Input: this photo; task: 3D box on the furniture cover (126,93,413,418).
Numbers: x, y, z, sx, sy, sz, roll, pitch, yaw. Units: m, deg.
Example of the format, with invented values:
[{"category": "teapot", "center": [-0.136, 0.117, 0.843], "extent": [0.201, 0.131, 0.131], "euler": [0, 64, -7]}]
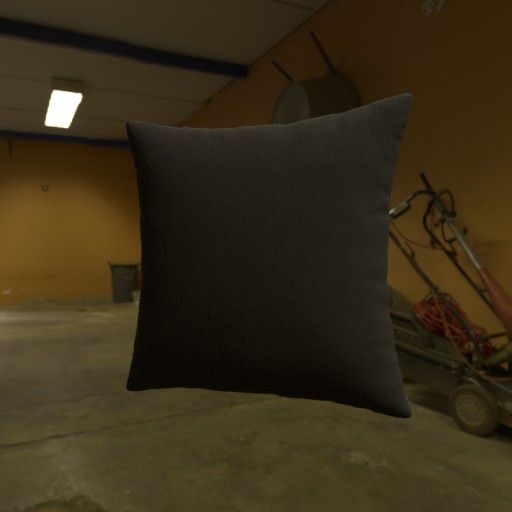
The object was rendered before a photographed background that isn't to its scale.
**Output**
[{"category": "furniture cover", "center": [0.000, 0.000, 0.765], "extent": [0.511, 0.509, 0.161], "euler": [0, 0, 17]}]
